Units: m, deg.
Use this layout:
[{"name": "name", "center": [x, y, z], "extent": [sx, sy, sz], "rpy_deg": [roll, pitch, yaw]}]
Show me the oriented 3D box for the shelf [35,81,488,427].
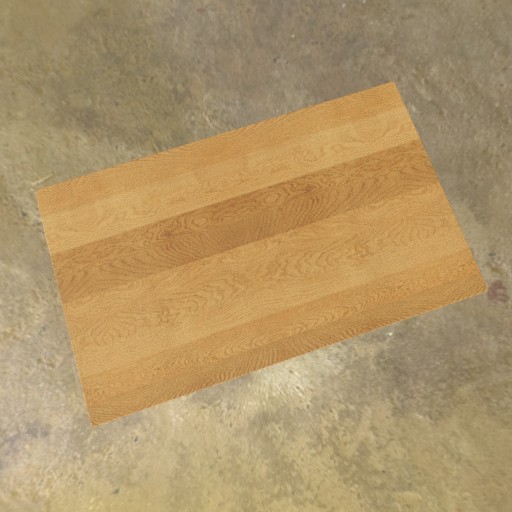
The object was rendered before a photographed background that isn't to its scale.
[{"name": "shelf", "center": [0.000, 0.000, 1.501], "extent": [1.150, 0.450, 0.700], "rpy_deg": [-18, 78, -4]}]
